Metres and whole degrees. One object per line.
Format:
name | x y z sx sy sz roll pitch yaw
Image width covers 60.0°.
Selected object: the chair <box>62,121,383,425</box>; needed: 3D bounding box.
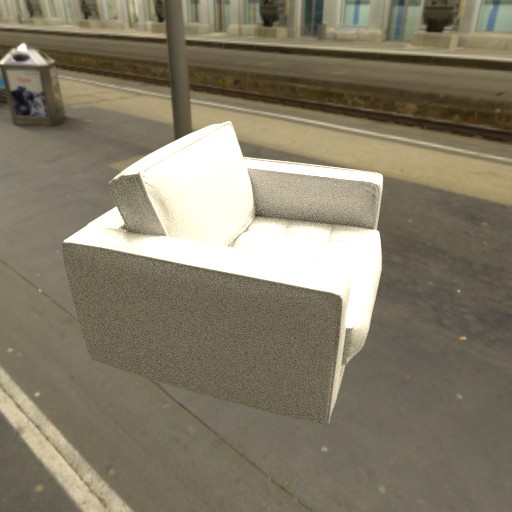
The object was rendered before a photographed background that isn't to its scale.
chair | 0.000 0.000 1.548 0.843 0.773 0.928 10 31 17
